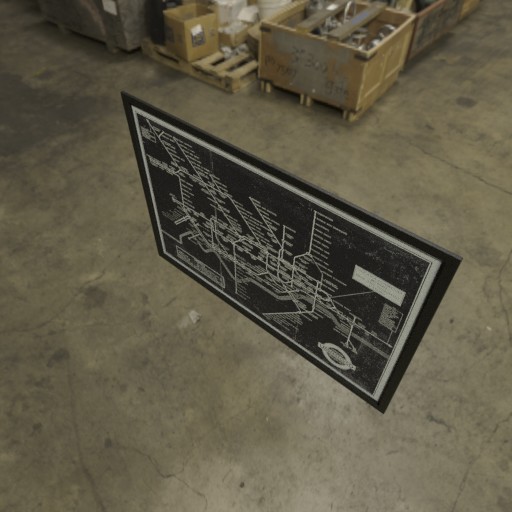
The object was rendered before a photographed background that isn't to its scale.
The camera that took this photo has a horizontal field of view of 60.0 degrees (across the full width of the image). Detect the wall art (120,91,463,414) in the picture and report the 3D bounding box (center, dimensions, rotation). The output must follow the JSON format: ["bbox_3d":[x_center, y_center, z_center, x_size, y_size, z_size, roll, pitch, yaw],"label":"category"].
[{"bbox_3d":[0.000,0.000,1.535,1.192,0.811,0.013,32,55,26],"label":"wall art"}]
